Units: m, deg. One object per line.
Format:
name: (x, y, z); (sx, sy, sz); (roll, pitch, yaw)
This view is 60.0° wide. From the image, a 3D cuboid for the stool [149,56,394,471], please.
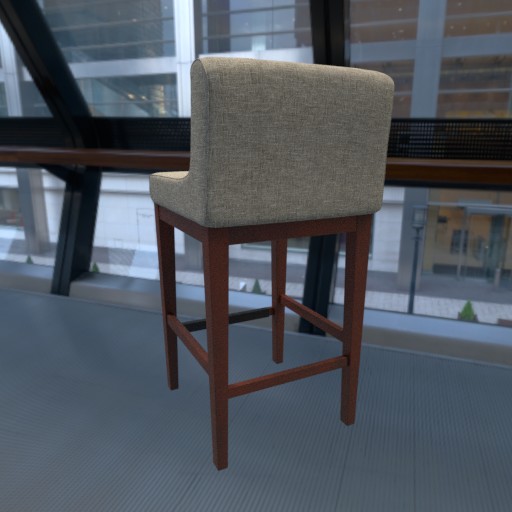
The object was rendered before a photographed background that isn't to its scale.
stool: (0.000, 0.000, 1.098); (0.417, 0.835, 0.459); (-7, 16, -26)
